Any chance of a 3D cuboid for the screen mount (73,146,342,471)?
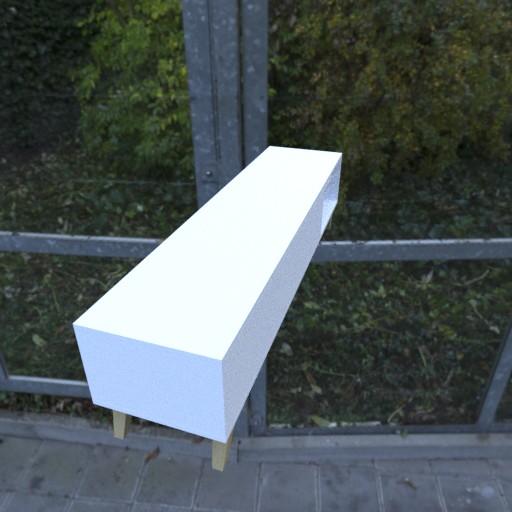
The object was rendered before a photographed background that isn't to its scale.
[{"bbox_3d":[0.000,0.000,1.824,0.399,0.432,1.644,10,31,16],"label":"screen mount"}]
